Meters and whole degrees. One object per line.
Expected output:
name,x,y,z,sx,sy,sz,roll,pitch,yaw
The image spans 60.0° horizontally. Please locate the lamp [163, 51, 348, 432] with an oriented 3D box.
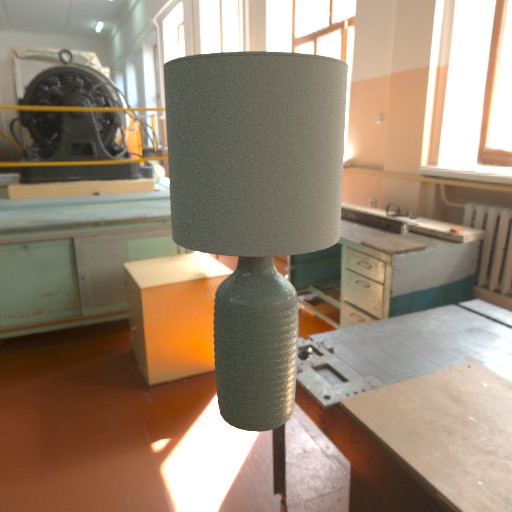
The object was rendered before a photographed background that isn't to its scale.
lamp,0.000,0.000,0.601,0.220,0.475,0.220,3,15,10
